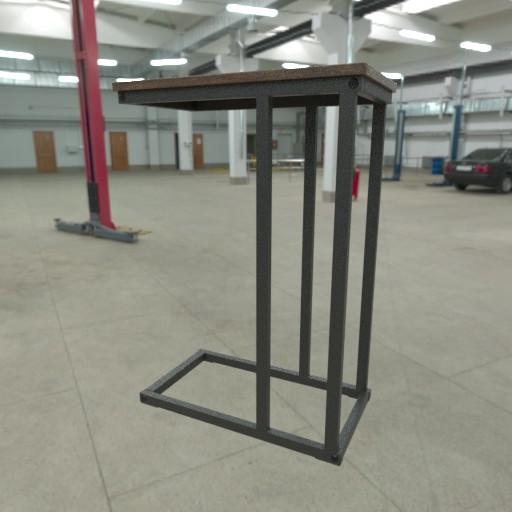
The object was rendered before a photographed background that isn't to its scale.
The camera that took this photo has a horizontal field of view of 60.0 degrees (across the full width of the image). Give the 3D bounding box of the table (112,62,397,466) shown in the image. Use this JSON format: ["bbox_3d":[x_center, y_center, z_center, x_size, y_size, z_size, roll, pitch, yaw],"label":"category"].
[{"bbox_3d":[0.000,0.000,0.871,0.450,0.637,0.254,7,16,26],"label":"table"}]
